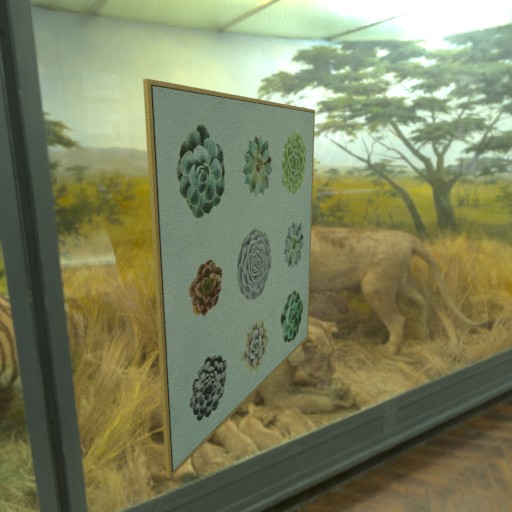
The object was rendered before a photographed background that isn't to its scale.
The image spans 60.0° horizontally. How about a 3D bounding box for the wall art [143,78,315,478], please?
[{"bbox_3d":[0.000,0.000,1.432,0.013,0.959,0.962,7,16,27],"label":"wall art"}]
